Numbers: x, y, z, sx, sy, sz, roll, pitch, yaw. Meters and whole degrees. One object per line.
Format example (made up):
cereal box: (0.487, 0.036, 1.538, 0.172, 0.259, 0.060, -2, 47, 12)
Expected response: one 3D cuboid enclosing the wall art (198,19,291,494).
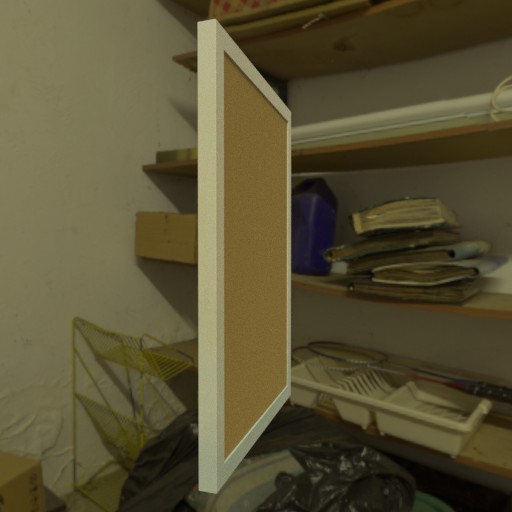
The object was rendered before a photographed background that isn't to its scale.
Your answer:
wall art: (0.000, 0.000, 1.150, 0.039, 0.915, 0.612, 0, 1, 18)
